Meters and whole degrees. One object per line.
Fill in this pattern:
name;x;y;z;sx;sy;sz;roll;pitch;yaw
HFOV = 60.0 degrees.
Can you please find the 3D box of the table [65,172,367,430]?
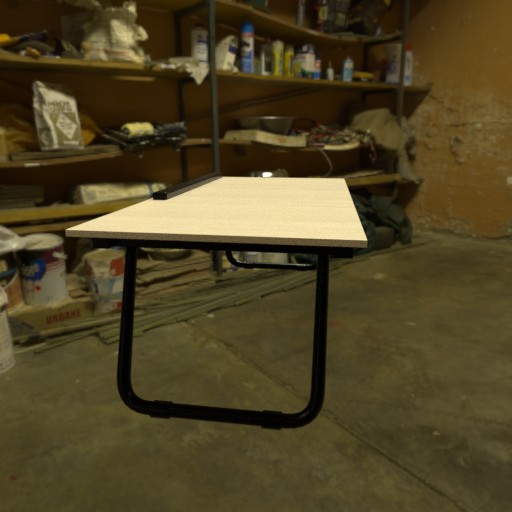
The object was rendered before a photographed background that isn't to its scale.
table;0.000;0.000;0.794;0.322;0.242;0.644;2;15;9
